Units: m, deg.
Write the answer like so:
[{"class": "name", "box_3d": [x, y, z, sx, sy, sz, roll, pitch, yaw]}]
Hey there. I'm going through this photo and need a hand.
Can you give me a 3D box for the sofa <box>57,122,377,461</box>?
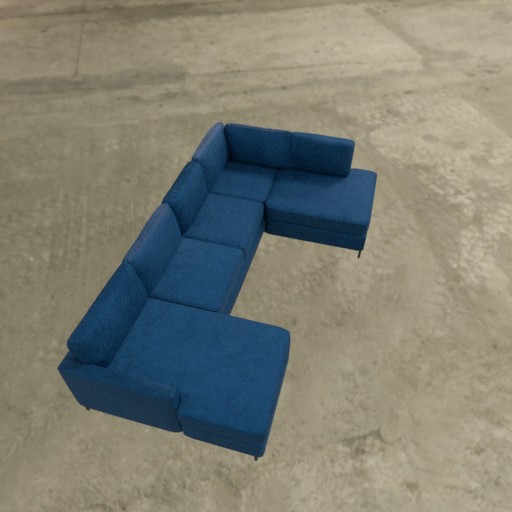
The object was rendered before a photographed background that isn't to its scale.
[{"class": "sofa", "box_3d": [0.000, 0.000, 4.319, 2.055, 0.992, 3.434, 11, 47, 11]}]
